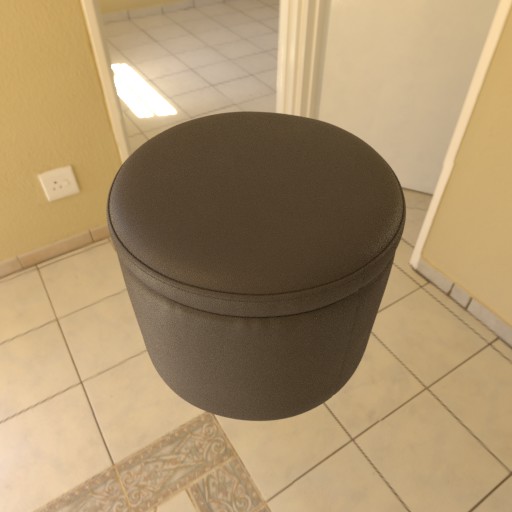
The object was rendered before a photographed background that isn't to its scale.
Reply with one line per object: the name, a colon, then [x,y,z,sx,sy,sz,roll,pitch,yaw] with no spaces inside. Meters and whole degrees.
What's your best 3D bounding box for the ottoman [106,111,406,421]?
ottoman: [0.000,0.000,0.868,0.500,0.409,0.500,0,45,0]
